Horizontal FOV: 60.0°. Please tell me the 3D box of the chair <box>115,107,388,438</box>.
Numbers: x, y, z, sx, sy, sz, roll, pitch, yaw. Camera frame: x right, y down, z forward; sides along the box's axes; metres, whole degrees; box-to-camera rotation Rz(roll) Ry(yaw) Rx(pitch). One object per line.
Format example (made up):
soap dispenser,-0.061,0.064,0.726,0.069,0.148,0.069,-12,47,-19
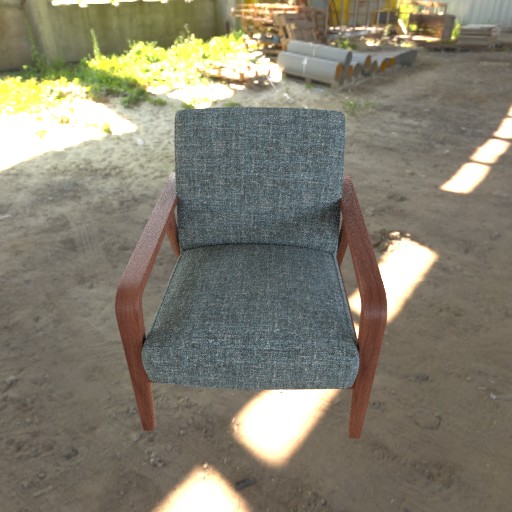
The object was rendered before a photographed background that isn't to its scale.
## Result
chair,0.000,0.000,1.521,0.719,0.864,0.889,1,31,2
